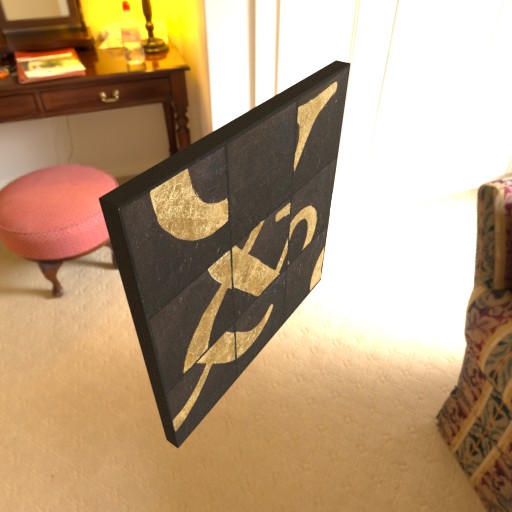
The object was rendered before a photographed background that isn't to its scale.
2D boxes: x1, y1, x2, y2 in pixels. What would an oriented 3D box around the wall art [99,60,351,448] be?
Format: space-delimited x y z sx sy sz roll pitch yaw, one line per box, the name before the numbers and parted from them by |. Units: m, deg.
wall art | 0.000 0.000 1.133 0.044 0.758 0.758 25 47 26
